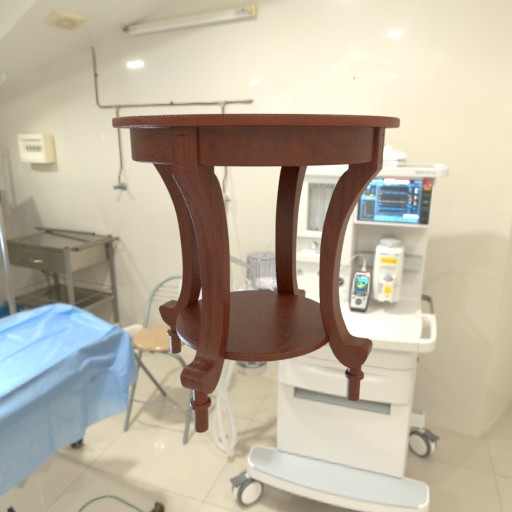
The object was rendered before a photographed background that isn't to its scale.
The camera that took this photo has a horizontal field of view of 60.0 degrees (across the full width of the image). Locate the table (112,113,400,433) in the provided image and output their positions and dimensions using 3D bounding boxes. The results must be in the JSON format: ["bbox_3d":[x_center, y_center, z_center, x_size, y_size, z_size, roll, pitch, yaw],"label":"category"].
[{"bbox_3d":[0.000,0.000,1.041,0.597,0.612,0.597,0,15,0],"label":"table"}]
